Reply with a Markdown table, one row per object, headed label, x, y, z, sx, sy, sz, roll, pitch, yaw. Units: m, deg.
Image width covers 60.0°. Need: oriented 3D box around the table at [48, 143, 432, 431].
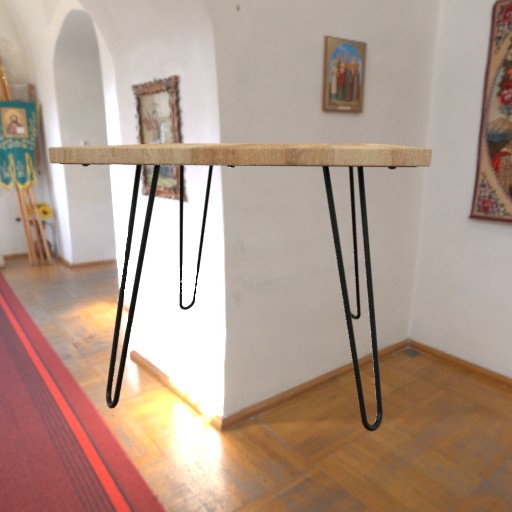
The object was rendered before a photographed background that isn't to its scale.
| label | x | y | z | sx | sy | sz | roll | pitch | yaw |
| --- | --- | --- | --- | --- | --- | --- | --- | --- | --- |
| table | 0.000 | 0.000 | 1.029 | 0.599 | 0.500 | 0.599 | 2 | 15 | 8 |
